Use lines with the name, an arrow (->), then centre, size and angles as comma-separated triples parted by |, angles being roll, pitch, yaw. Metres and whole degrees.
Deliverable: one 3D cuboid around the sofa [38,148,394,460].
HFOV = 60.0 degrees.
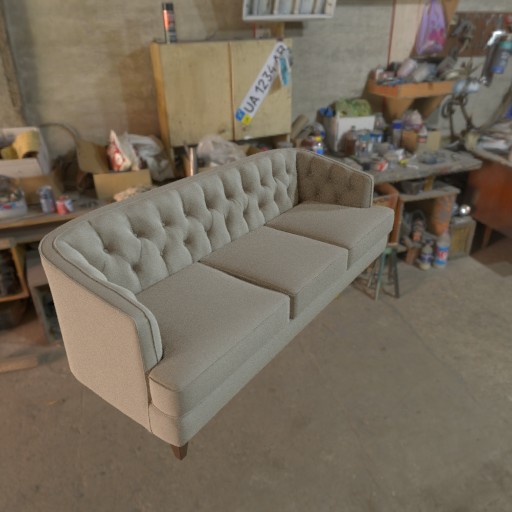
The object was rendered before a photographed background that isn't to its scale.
sofa -> 0.000, 0.000, 2.661 | 0.941, 0.855, 2.278 | 18, 32, 31
